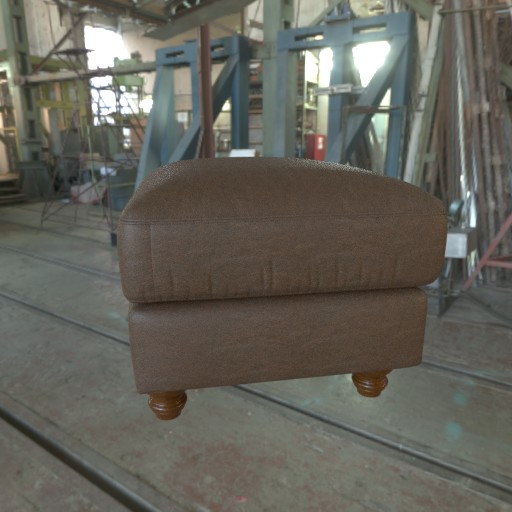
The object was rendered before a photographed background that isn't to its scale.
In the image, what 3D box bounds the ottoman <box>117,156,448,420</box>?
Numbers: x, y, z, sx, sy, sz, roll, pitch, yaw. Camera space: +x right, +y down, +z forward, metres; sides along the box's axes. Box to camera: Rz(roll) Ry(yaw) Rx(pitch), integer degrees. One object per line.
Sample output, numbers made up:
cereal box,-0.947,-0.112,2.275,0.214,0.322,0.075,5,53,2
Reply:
ottoman,0.000,0.000,1.176,0.635,0.508,0.787,-3,15,-10
